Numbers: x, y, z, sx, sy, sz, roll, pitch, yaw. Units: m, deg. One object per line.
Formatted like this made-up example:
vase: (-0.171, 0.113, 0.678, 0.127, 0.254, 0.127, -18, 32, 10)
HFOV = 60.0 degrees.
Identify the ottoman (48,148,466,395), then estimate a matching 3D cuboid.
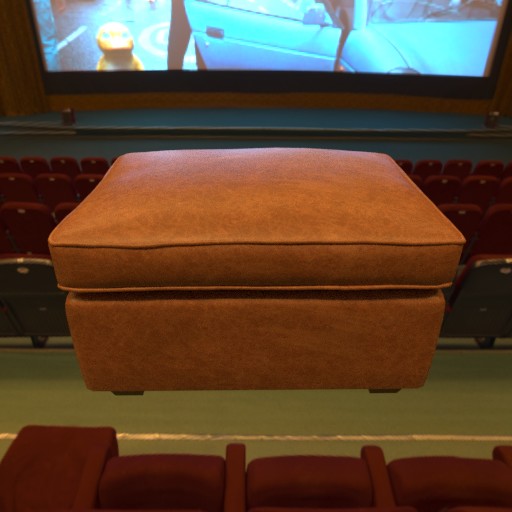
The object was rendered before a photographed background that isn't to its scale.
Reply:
ottoman: (0.000, 0.000, 1.091, 0.756, 0.468, 0.554, 0, 29, -1)
